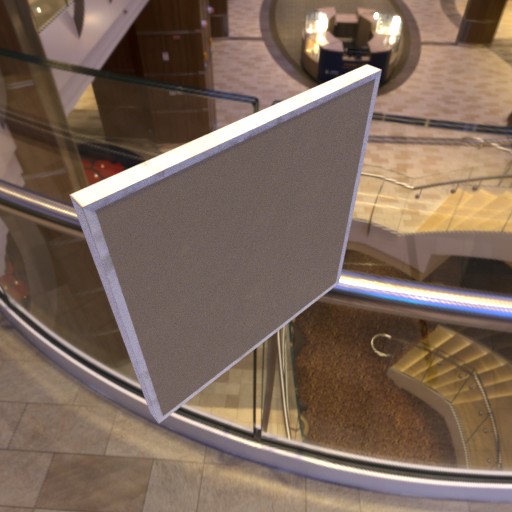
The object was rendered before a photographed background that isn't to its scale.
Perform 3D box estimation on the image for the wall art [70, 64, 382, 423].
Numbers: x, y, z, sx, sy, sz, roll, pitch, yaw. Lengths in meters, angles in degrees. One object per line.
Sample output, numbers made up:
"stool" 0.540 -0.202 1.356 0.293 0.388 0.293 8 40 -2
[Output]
"wall art" 0.000 0.000 0.761 0.508 0.506 0.029 -33 54 -28
